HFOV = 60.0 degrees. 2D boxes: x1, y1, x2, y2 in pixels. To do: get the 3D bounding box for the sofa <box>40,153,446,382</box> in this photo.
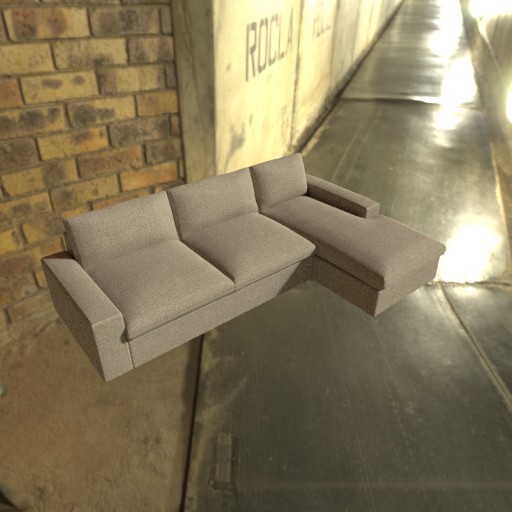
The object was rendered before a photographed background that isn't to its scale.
[{"bbox_3d":[0.000,0.000,3.470,2.718,0.813,1.689,-23,38,-32],"label":"sofa"}]
